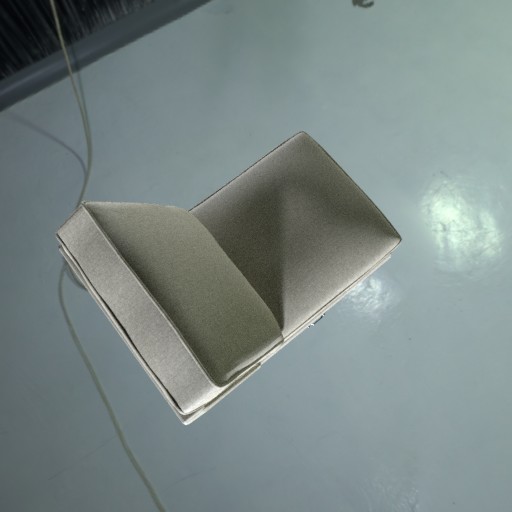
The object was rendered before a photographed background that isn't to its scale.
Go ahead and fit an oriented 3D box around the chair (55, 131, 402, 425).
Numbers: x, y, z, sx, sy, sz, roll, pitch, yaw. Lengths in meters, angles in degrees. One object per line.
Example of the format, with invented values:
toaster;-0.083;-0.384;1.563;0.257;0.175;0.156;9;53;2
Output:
chair;0.000;0.000;1.693;1.020;1.058;0.674;-38;78;-9
